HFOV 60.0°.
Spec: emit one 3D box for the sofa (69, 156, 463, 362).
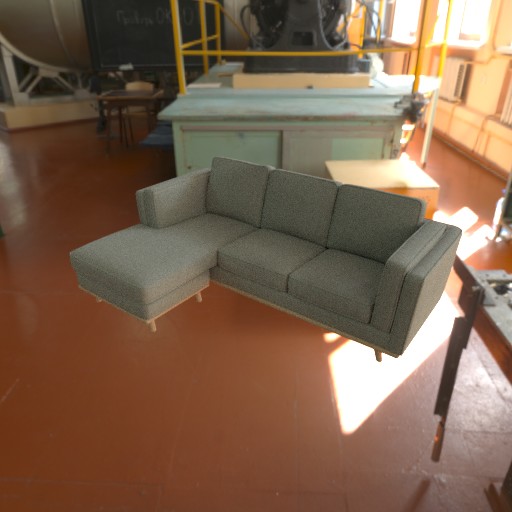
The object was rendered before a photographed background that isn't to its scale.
[{"bbox_3d":[0.000,0.000,3.234,2.411,0.929,1.604,19,33,32],"label":"sofa"}]
